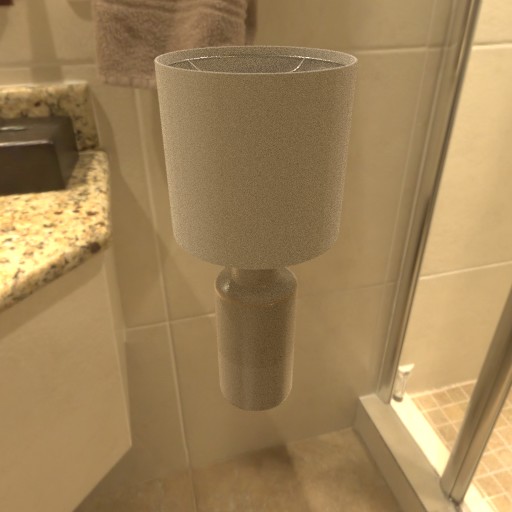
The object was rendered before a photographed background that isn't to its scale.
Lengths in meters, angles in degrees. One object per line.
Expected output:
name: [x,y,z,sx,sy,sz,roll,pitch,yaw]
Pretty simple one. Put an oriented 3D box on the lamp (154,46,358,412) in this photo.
lamp: [0.000,0.000,0.597,0.212,0.493,0.212,21,37,31]
